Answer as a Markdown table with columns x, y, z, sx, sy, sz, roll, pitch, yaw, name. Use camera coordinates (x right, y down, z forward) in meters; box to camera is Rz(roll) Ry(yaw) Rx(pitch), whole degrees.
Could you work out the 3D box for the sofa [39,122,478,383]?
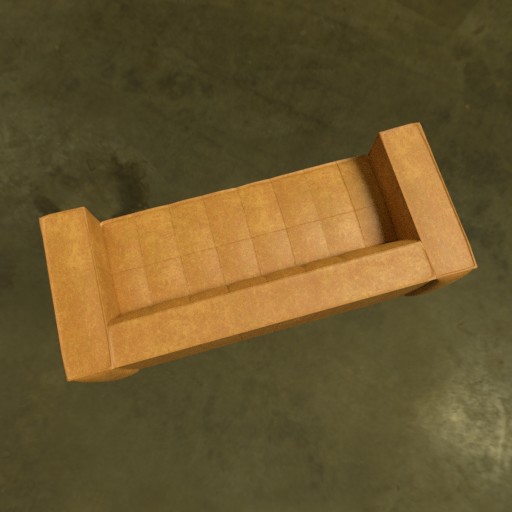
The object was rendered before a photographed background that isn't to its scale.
| x | y | z | sx | sy | sz | roll | pitch | yaw | name |
| --- | --- | --- | --- | --- | --- | --- | --- | --- | --- |
| 0.000 | 0.000 | 3.061 | 2.581 | 0.701 | 1.102 | -15 | 76 | -4 | sofa |
